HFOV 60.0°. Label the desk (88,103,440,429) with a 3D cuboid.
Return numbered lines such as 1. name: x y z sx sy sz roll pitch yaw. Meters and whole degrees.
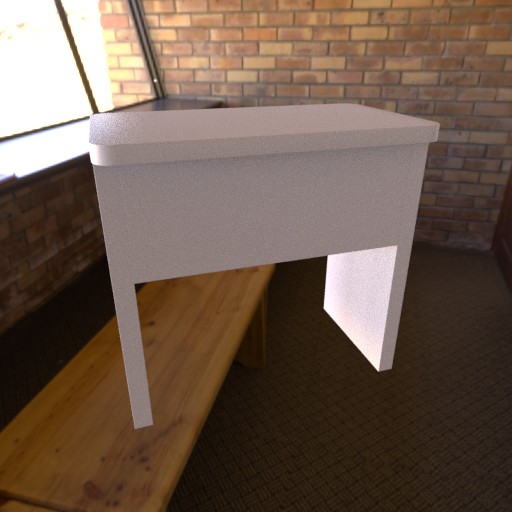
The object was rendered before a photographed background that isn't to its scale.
1. desk: 0.000 0.000 1.271 0.790 0.760 0.446 -8 27 -16
